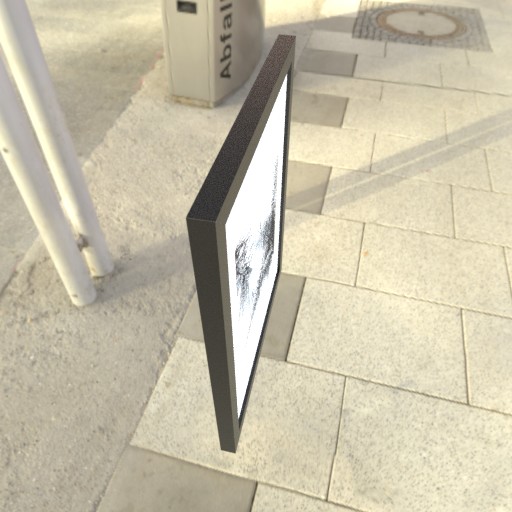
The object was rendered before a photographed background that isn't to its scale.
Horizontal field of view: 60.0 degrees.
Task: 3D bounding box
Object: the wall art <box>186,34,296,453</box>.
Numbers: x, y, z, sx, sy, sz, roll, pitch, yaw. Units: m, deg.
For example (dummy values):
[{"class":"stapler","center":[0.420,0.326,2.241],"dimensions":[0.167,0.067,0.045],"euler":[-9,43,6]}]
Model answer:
[{"class":"wall art","center":[0.000,0.000,0.755],"dimensions":[0.028,0.557,0.457],"euler":[9,47,9]}]
